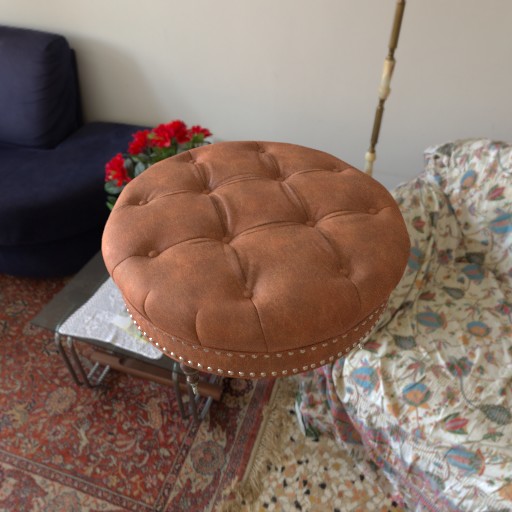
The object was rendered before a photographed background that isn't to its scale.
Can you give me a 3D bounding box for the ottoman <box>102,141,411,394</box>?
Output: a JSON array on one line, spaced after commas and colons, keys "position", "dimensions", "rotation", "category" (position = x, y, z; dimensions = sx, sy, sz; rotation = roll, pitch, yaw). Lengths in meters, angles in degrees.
[{"position": [0.000, 0.000, 1.413], "dimensions": [0.901, 0.444, 0.901], "rotation": [0, 41, 0], "category": "ottoman"}]
